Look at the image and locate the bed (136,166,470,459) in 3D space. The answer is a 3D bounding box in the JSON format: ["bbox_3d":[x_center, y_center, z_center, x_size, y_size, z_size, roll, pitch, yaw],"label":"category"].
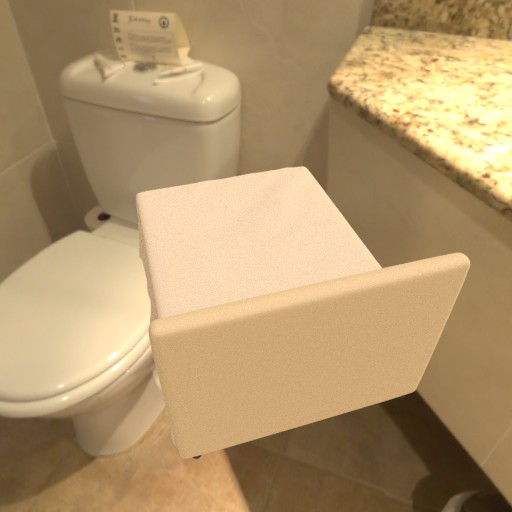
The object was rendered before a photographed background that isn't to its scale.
[{"bbox_3d":[0.000,0.000,3.266,1.714,1.330,2.147,-11,43,-12],"label":"bed"}]
